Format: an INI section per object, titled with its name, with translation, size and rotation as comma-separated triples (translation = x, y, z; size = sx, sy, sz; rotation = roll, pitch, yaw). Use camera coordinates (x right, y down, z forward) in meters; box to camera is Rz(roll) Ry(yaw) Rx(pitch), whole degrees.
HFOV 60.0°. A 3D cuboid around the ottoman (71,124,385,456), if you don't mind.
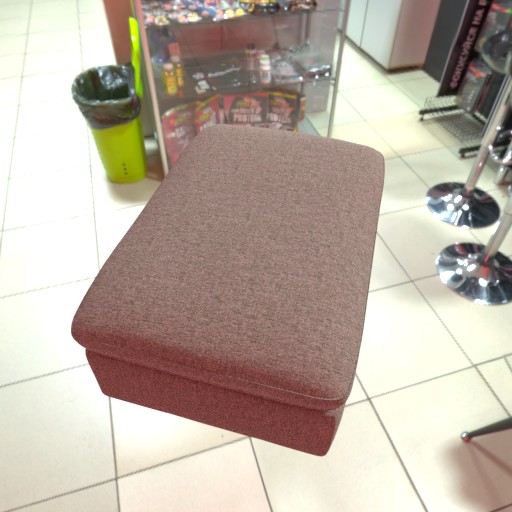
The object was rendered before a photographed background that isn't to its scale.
[ottoman]
translation = 0.000, 0.000, 1.378
size = 0.694, 0.451, 0.977
rotation = 12, 48, 11
